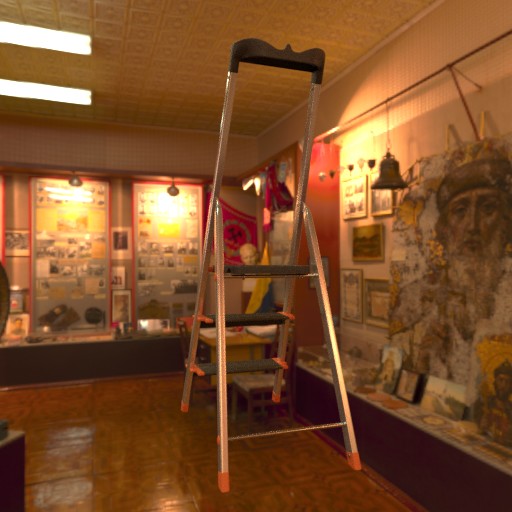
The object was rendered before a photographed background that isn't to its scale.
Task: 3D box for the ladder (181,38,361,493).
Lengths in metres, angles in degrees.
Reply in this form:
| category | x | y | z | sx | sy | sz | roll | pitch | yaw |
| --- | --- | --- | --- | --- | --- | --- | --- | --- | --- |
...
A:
| category | x | y | z | sx | sy | sz | roll | pitch | yaw |
| --- | --- | --- | --- | --- | --- | --- | --- | --- | --- |
| ladder | 0.000 | 0.000 | 1.536 | 0.416 | 1.229 | 0.686 | 0 | -1 | -18 |
